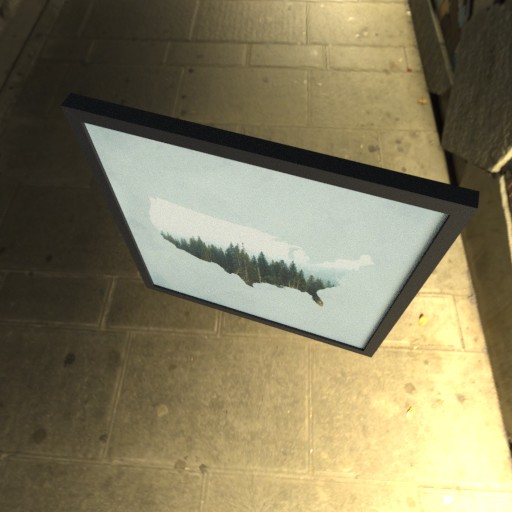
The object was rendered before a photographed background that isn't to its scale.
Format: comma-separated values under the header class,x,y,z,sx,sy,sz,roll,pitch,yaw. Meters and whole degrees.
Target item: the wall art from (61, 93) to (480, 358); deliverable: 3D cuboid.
class,x,y,z,sx,sy,sz,roll,pitch,yaw
wall art,0.000,0.000,1.109,0.763,0.763,0.038,16,61,9
